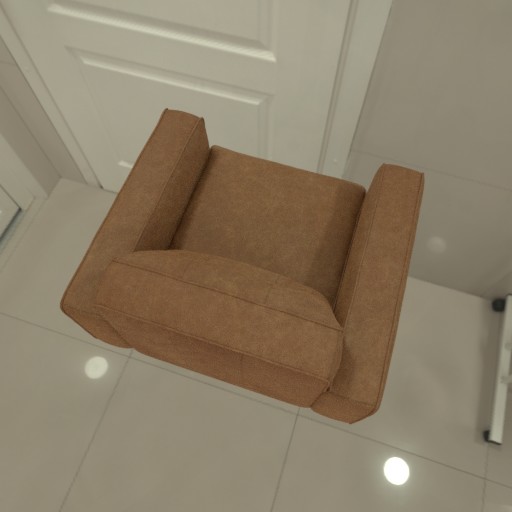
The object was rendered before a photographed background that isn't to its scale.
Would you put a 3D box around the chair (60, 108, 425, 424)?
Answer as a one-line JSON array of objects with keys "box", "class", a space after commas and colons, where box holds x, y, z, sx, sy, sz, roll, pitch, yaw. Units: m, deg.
[{"box": [0.000, 0.000, 1.744, 1.118, 0.782, 0.952, 16, 65, 8], "class": "chair"}]
